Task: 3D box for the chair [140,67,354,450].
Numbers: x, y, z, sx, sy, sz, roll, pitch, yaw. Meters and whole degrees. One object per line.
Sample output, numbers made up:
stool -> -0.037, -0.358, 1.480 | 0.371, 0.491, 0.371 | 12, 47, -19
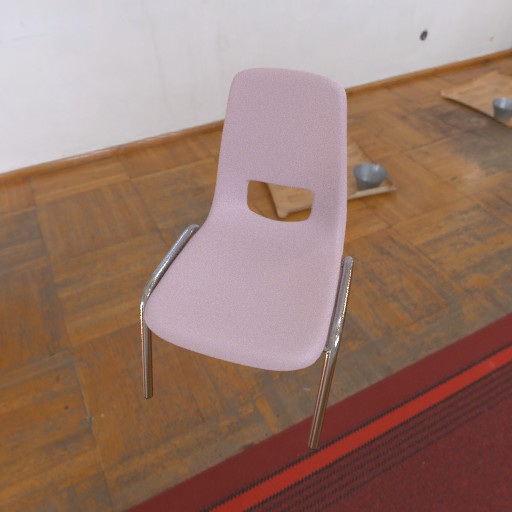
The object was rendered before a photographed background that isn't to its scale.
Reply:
chair -> 0.000, 0.000, 0.800 | 0.354, 0.536, 0.385 | 12, 44, 13
